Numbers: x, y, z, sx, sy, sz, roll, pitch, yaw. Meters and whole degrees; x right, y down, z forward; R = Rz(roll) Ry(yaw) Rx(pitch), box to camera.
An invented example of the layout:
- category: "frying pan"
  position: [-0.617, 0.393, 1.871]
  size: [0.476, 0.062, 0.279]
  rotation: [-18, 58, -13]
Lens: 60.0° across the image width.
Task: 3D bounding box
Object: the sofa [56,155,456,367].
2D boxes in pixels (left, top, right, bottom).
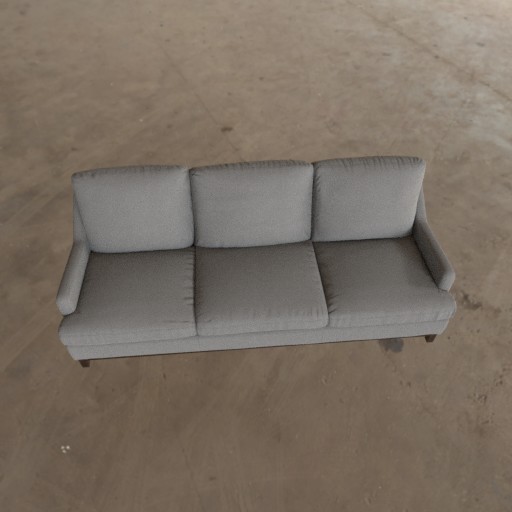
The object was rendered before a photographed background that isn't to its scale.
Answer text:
- category: "sofa"
  position: [0.000, 0.000, 2.833]
  size: [2.344, 0.926, 0.987]
  rotation: [-3, 48, -3]
